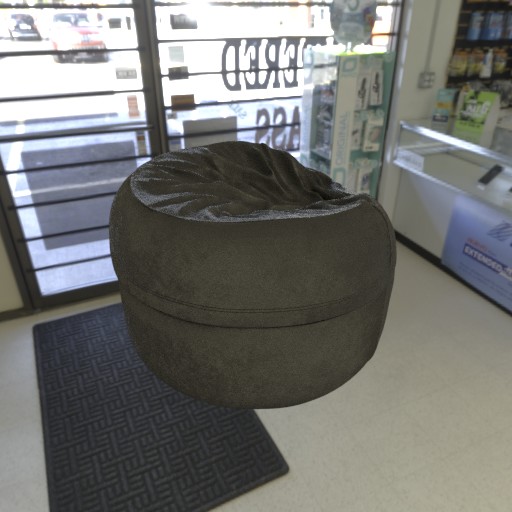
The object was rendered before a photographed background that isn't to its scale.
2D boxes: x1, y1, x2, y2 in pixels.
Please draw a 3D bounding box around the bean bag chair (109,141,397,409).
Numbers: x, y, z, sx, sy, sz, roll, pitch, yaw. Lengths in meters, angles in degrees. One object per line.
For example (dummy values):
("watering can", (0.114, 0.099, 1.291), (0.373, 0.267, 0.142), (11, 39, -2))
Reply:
("bean bag chair", (0.000, 0.000, 1.489), (0.918, 0.605, 0.918), (0, 29, 0))
